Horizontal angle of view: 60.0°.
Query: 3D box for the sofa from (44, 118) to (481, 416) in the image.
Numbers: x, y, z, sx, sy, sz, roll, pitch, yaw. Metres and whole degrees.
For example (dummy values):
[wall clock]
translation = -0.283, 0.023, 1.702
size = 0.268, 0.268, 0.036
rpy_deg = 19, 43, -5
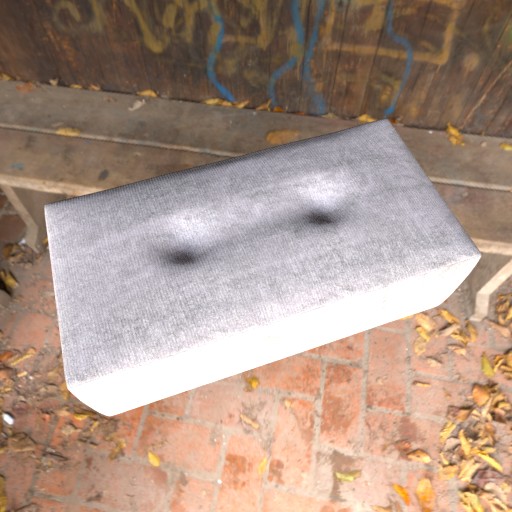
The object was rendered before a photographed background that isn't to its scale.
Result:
[sofa]
translation = 0.000, 0.000, 1.123
size = 0.930, 0.330, 0.480
rpy_deg = -16, 61, -9
